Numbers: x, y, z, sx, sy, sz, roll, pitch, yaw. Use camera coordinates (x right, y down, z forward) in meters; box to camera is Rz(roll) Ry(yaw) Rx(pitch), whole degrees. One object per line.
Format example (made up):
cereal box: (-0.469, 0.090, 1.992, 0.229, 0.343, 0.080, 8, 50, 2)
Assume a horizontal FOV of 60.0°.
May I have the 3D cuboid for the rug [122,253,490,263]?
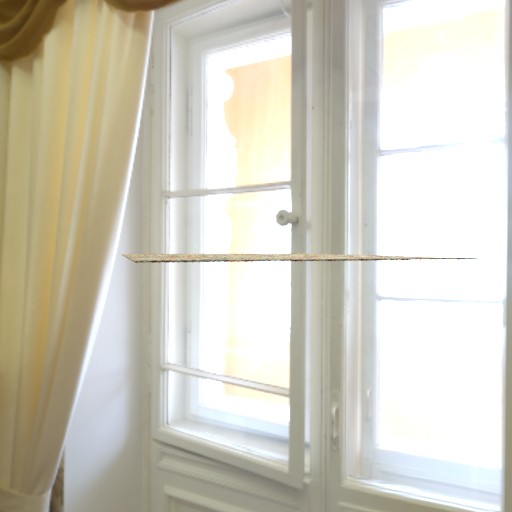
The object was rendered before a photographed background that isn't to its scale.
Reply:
rug: (0.000, 0.000, 4.321, 2.439, 0.015, 3.274, 0, 1, -18)
